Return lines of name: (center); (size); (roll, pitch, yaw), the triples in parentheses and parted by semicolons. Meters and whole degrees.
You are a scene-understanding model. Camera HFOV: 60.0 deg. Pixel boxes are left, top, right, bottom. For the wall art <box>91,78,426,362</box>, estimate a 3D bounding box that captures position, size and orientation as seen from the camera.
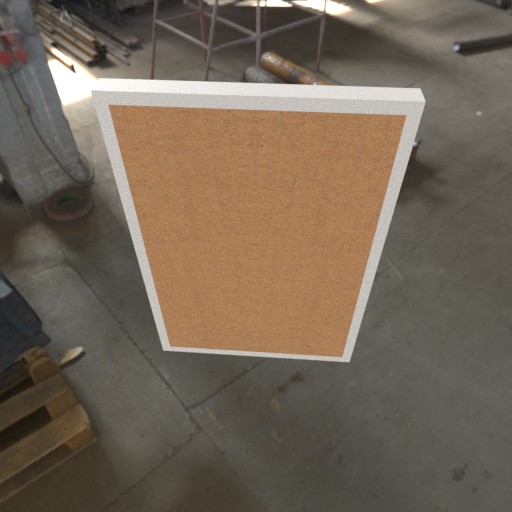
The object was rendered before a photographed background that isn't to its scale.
wall art: (0.000, 0.000, 0.549); (0.293, 0.428, 0.025); (3, 46, 3)
